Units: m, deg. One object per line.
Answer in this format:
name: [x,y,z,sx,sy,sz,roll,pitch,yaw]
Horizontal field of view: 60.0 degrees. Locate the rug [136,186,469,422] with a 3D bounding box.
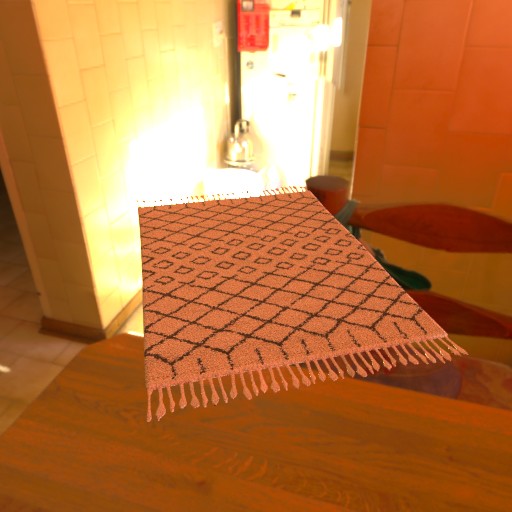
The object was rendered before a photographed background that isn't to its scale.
rug: [0.000,0.000,3.219,1.664,0.029,2.615,-7,31,-12]
